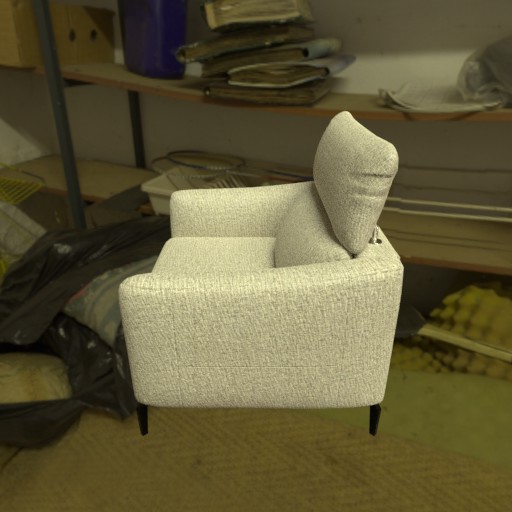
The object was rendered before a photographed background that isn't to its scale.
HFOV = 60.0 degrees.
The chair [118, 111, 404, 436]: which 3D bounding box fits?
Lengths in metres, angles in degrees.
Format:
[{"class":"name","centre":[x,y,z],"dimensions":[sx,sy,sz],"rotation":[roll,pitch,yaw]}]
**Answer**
[{"class":"chair","centre":[0.000,0.000,1.681],"dimensions":[0.835,0.967,0.972],"rotation":[0,25,0]}]
